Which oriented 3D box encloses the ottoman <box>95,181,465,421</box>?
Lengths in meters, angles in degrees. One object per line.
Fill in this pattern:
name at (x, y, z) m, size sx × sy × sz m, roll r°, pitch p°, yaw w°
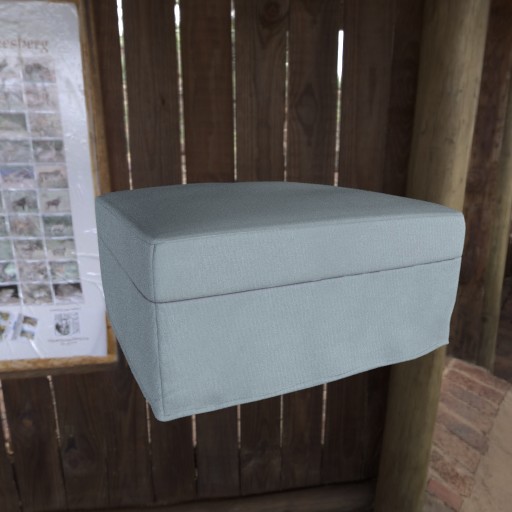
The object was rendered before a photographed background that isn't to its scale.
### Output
ottoman at (0.000, 0.000, 1.354) m, size 0.842 × 0.441 × 0.843 m, roll -7°, pitch 16°, yaw -25°
